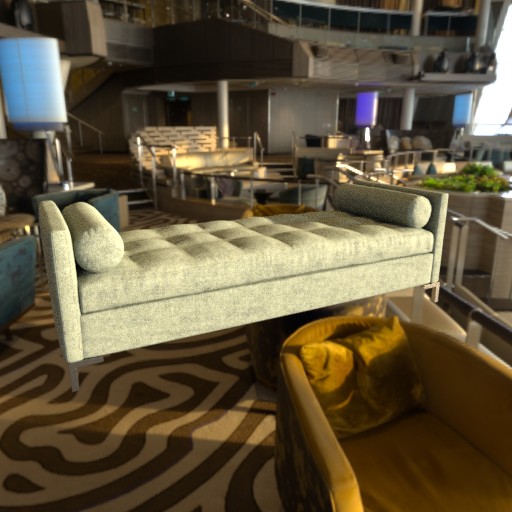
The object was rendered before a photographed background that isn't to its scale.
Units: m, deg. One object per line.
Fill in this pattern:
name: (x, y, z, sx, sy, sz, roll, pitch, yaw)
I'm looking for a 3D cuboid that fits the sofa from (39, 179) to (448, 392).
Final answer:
sofa: (0.000, 0.000, 2.458, 2.102, 0.657, 0.797, -8, 18, -26)
